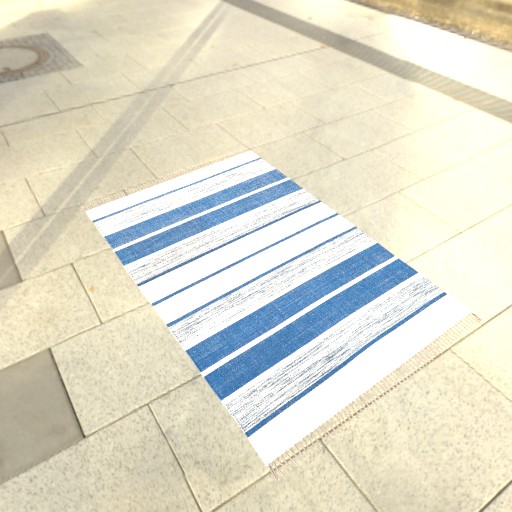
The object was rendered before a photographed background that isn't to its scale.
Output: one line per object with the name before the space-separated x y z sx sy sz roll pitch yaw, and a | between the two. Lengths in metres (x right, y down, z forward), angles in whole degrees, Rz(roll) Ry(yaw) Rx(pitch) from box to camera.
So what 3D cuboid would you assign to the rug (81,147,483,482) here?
rug | 0.000 0.000 2.984 1.532 0.010 2.441 -26 49 -25
